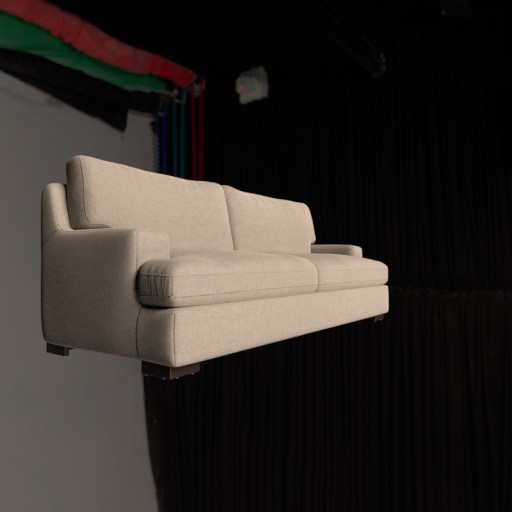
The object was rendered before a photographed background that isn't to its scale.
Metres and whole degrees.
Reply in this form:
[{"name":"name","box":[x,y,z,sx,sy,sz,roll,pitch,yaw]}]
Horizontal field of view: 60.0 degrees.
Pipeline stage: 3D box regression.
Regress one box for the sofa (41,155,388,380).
[{"name":"sofa","box":[0.000,0.000,2.843,0.962,0.980,2.354,-1,-1,36]}]
